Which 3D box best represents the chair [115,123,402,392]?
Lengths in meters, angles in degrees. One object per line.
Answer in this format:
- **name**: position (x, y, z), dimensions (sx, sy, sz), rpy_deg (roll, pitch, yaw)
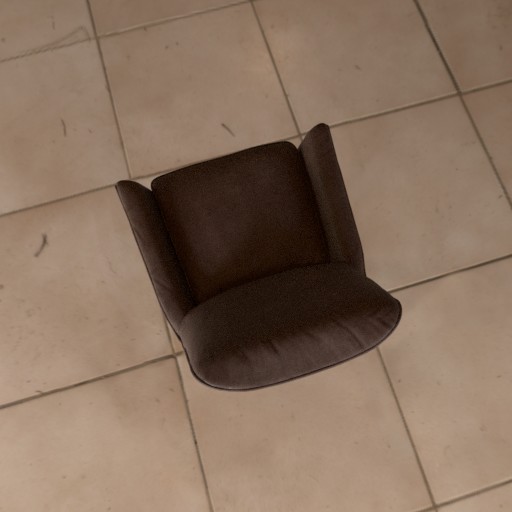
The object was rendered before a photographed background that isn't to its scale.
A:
- **chair**: position (0.000, 0.000, 1.505), dimensions (0.787, 0.888, 0.824), rpy_deg (-17, 75, -5)
